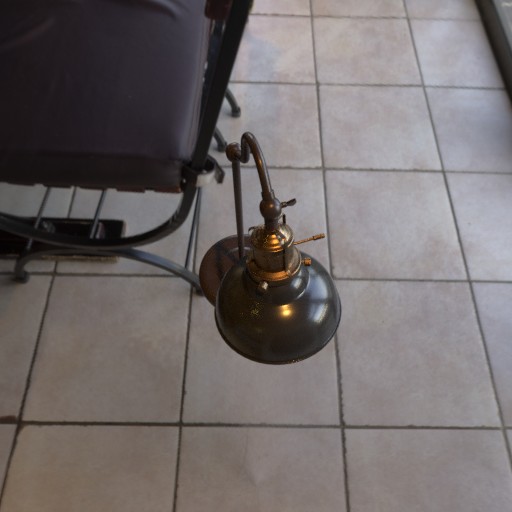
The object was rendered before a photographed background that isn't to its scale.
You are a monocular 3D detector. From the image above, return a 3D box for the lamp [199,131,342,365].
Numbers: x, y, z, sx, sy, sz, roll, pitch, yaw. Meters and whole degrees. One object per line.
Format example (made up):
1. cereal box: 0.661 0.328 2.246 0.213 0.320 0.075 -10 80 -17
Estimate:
1. lamp: 0.000 0.000 0.700 0.192 0.508 0.374 -16 64 -8
